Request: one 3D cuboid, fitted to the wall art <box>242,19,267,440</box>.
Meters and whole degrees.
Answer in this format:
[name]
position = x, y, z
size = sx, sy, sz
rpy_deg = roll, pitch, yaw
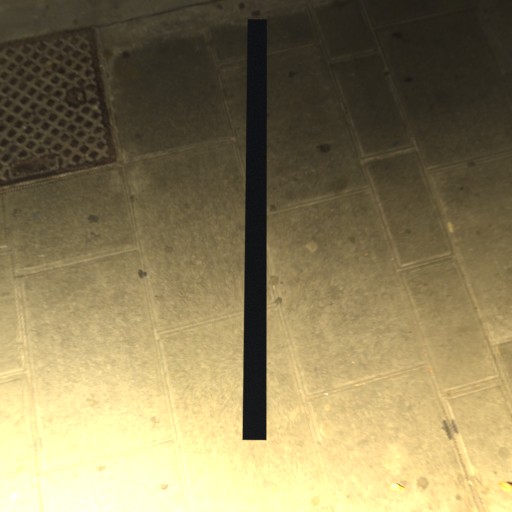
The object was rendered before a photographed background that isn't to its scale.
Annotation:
[wall art]
position = 0.000, 0.000, 1.142
size = 0.038, 0.763, 0.763
rpy_deg = 0, 77, 0
